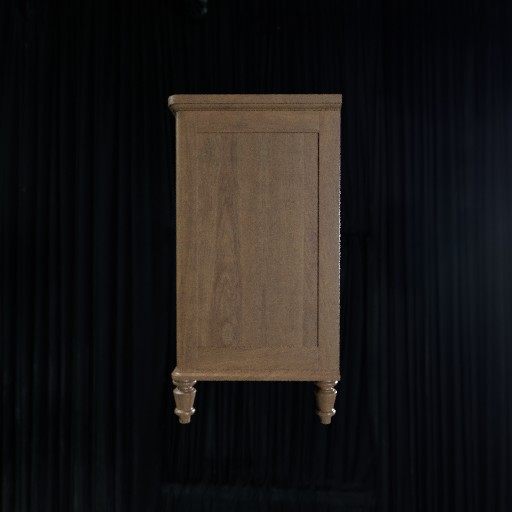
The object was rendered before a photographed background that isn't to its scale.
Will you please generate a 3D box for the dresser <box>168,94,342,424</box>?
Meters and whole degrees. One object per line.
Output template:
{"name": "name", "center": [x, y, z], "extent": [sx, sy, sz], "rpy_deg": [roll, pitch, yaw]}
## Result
{"name": "dresser", "center": [0.000, 0.000, 1.977], "extent": [0.468, 0.892, 1.583], "rpy_deg": [0, 1, 1]}
